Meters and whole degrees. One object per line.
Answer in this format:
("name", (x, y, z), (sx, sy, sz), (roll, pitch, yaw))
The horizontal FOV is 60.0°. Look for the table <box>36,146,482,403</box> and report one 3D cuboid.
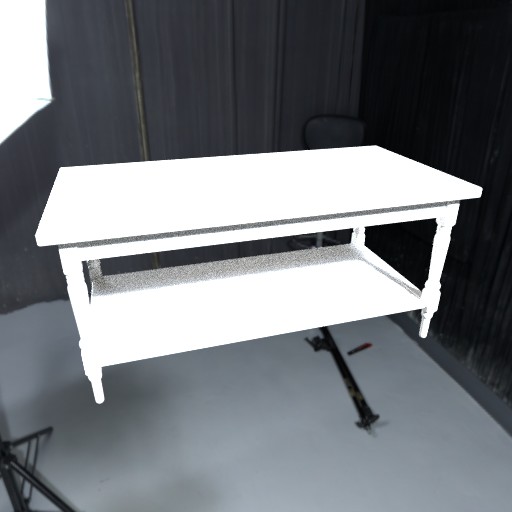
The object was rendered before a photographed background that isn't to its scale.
("table", (0.000, 0.000, 1.395), (1.107, 0.510, 0.550), (-8, 27, -15))
